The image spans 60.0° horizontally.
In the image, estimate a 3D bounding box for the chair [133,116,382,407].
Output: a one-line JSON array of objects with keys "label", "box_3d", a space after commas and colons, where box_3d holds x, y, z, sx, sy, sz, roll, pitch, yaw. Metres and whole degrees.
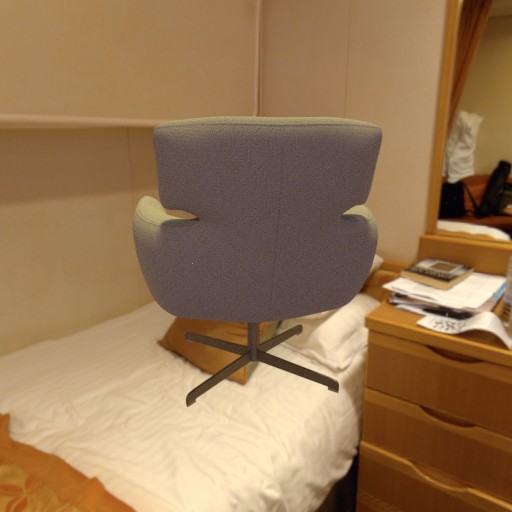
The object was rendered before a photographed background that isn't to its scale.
[{"label": "chair", "box_3d": [0.000, 0.000, 1.389, 0.760, 0.810, 0.730, -2, 16, -9]}]
